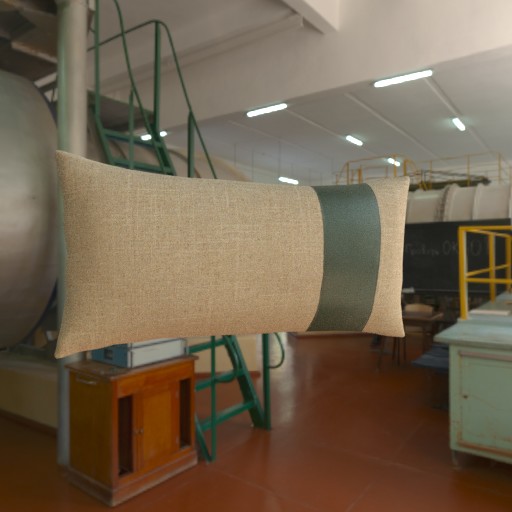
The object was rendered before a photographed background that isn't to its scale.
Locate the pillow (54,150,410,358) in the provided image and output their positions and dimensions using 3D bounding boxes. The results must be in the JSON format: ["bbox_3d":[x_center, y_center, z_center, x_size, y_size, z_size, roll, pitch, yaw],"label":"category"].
[{"bbox_3d":[0.000,0.000,1.032,0.859,0.429,0.197,0,0,-19],"label":"pillow"}]
